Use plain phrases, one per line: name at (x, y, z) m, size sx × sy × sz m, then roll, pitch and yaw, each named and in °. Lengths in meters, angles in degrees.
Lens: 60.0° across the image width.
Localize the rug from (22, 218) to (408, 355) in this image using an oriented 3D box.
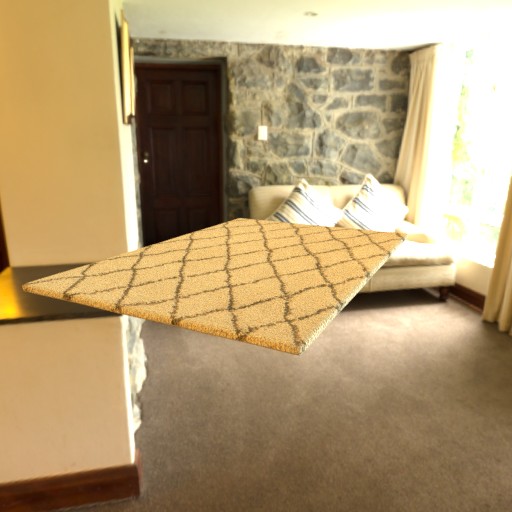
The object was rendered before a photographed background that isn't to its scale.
rug at (0.000, 0.000, 2.279) m, size 1.219 × 0.030 × 1.778 m, roll 8°, pitch 17°, yaw 27°
